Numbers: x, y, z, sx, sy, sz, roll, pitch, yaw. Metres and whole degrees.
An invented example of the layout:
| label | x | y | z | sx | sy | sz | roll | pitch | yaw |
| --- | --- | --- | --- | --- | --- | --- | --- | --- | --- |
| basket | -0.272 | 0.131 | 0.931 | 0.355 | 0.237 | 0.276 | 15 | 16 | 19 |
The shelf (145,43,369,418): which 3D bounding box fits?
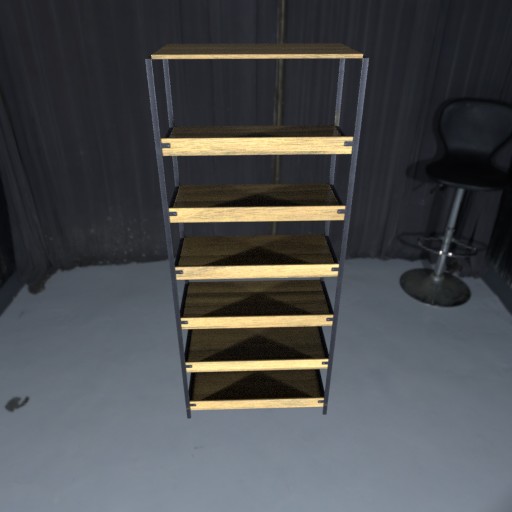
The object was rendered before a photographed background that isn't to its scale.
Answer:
| label | x | y | z | sx | sy | sz | roll | pitch | yaw |
| --- | --- | --- | --- | --- | --- | --- | --- | --- | --- |
| shelf | 0.000 | 0.000 | 2.367 | 0.847 | 2.015 | 0.431 | -1 | 31 | -2 |
